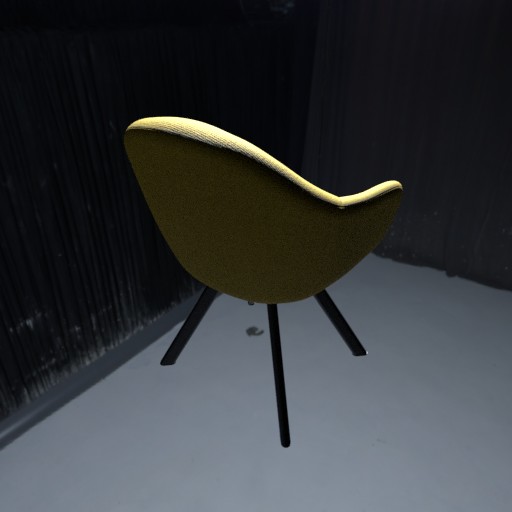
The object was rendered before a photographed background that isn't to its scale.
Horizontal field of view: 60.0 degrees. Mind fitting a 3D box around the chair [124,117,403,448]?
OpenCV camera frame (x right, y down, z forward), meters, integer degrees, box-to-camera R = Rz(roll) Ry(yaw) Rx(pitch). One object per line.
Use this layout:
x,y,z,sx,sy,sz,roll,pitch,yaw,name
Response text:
0.000,0.000,1.182,0.590,0.795,0.550,22,37,33,chair
